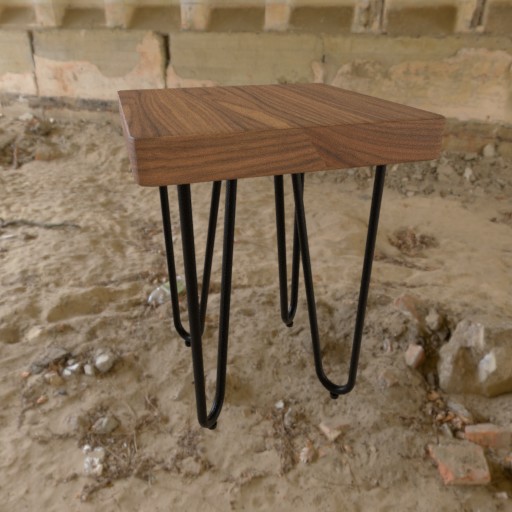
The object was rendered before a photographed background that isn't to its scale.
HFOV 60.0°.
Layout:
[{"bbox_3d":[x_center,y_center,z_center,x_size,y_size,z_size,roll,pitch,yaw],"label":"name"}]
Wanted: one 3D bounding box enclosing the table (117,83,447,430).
[{"bbox_3d":[0.000,0.000,0.963,0.479,0.641,0.480,-8,29,-15],"label":"table"}]
